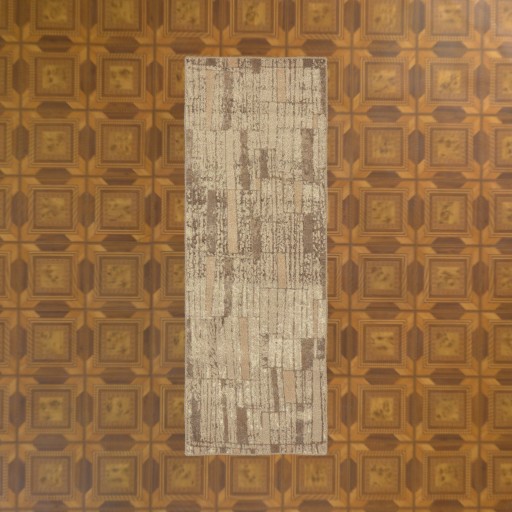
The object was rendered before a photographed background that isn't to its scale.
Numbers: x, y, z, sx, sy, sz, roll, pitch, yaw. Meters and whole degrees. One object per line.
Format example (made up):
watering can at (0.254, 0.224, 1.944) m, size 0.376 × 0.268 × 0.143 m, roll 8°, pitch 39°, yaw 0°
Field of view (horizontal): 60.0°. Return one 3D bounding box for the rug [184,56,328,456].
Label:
rug at (0.000, 0.000, 2.649) m, size 0.857 × 0.018 × 2.383 m, roll 0°, pitch 90°, yaw -1°
